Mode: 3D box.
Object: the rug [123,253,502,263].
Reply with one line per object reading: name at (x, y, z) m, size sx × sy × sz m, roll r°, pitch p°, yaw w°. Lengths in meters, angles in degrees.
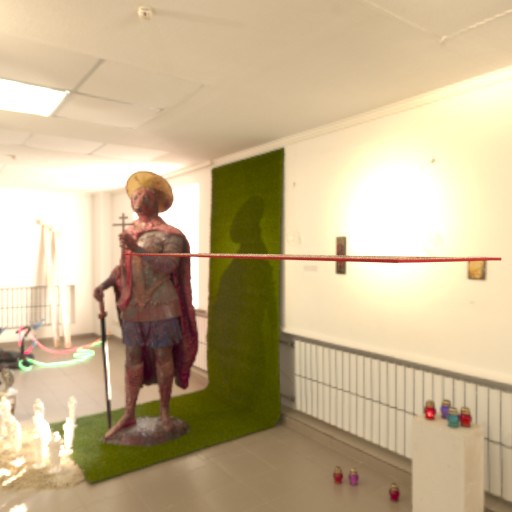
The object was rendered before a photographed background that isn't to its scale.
rug at (0.000, 0.000, 2.430) m, size 0.659 × 0.015 × 2.292 m, roll -1°, pitch 1°, yaw -37°
